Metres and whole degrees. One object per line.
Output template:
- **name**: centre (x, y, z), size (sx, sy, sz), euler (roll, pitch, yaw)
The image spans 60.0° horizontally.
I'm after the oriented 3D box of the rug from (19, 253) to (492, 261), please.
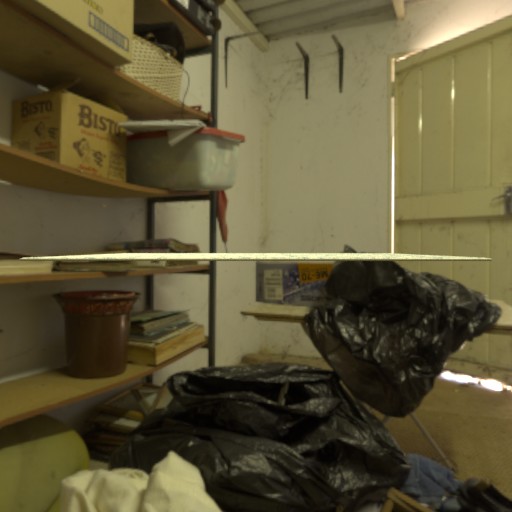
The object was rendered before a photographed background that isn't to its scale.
- **rug**: centre (0.000, 0.000, 2.846), size (2.197, 0.014, 1.586), euler (0, 1, 1)
